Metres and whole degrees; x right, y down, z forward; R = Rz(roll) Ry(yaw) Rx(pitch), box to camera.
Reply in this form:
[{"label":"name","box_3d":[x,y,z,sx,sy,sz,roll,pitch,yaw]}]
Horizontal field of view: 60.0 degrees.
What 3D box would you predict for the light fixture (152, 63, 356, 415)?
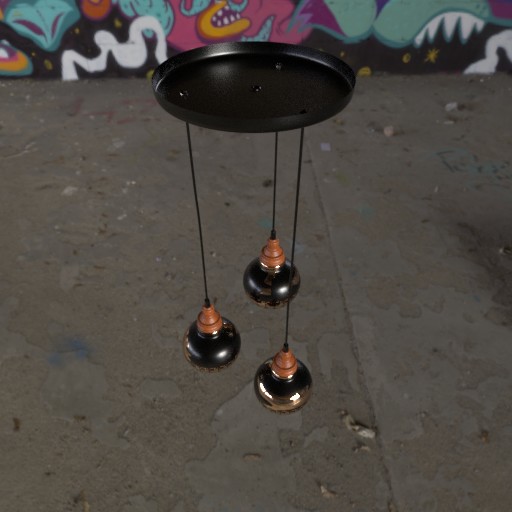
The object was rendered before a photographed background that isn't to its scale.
[{"label":"light fixture","box_3d":[0.000,0.000,1.717,0.608,1.410,0.605,12,44,13]}]
